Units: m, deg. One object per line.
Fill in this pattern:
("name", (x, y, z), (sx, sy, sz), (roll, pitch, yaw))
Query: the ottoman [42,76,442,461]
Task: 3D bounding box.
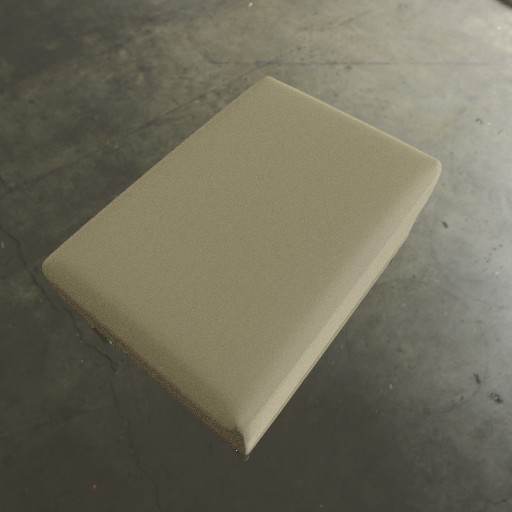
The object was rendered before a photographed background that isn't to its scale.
("ottoman", (0.000, 0.000, 1.209), (0.581, 0.497, 0.835), (34, 64, 19))
